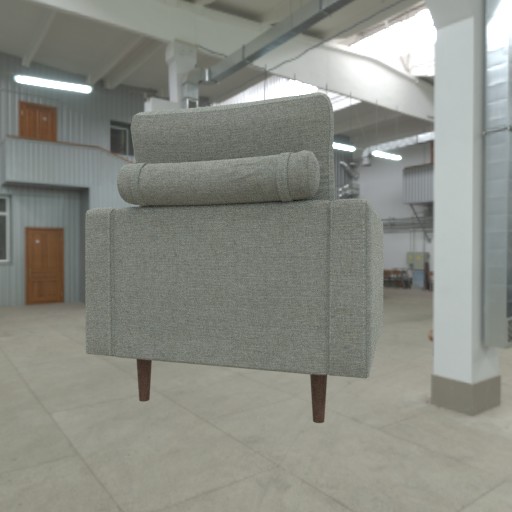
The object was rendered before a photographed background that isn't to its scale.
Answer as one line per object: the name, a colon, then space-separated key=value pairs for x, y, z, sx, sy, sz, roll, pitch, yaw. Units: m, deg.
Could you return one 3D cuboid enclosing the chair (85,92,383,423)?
chair: x=0.000 y=0.000 z=1.531 sx=0.821 sy=0.880 sz=0.843 roll=0 pitch=1 yaw=18
